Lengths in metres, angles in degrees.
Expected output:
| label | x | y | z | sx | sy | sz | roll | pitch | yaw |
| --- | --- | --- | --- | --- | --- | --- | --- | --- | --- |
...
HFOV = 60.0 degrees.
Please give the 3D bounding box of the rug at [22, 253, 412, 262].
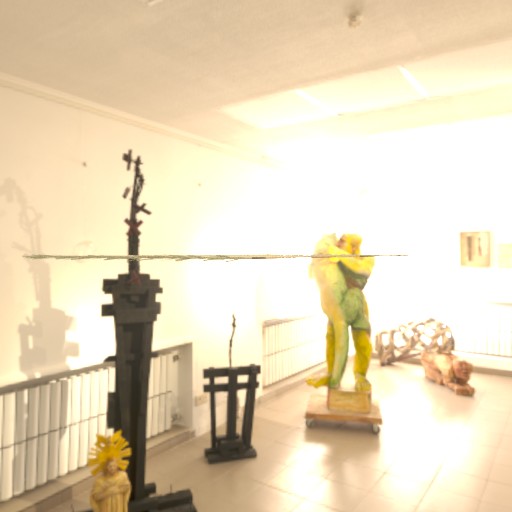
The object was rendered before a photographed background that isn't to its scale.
| label | x | y | z | sx | sy | sz | roll | pitch | yaw |
| --- | --- | --- | --- | --- | --- | --- | --- | --- | --- |
| rug | 0.000 | 0.000 | 2.494 | 1.224 | 0.027 | 2.021 | 0 | 1 | 35 |
